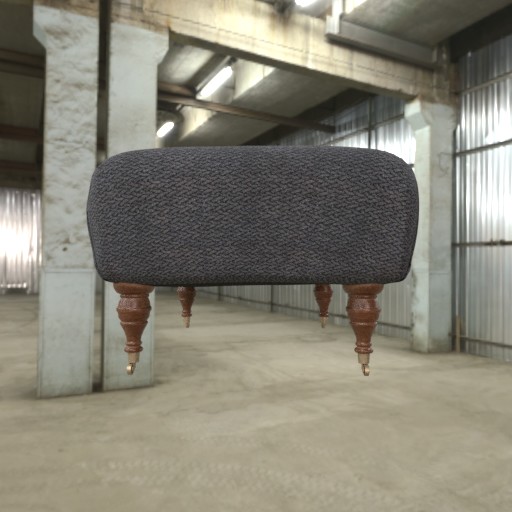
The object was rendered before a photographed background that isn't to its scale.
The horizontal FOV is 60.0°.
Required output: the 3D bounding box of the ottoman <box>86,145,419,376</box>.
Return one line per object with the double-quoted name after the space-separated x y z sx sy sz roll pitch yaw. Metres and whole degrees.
0.000 0.000 1.125 0.622 0.450 0.747 0 -1 1 "ottoman"
